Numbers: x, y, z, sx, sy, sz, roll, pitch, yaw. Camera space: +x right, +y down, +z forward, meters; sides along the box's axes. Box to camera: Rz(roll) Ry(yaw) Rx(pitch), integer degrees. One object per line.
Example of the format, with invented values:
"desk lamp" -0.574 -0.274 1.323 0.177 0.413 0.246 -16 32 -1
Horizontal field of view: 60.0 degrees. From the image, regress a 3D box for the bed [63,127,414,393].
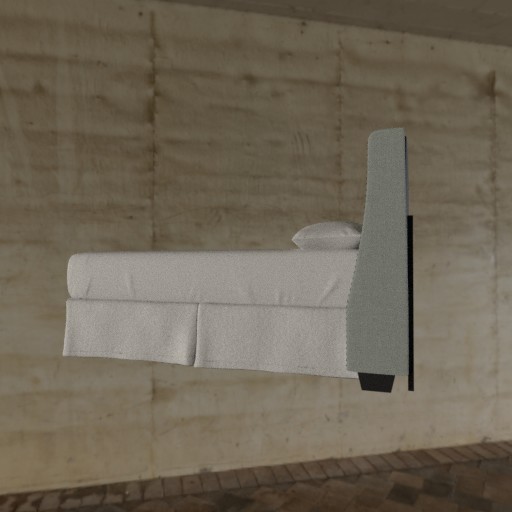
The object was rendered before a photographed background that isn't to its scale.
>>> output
"bed" 0.000 0.000 3.350 2.237 1.407 1.710 0 -1 19
